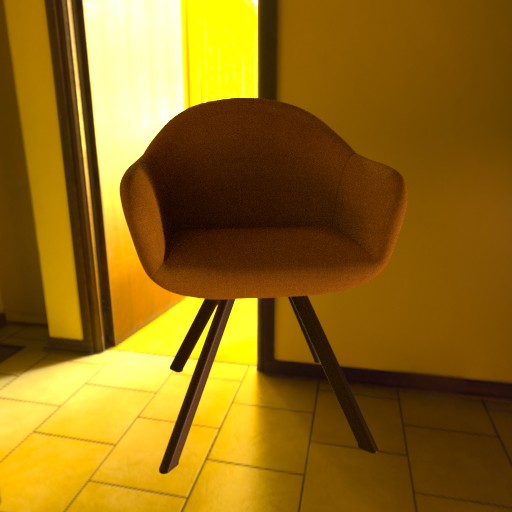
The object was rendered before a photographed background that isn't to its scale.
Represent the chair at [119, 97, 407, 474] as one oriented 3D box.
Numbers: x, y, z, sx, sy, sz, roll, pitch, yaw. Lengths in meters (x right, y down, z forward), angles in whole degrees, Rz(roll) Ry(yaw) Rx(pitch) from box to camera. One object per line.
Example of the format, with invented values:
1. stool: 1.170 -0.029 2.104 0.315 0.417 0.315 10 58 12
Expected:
1. chair: 0.000 0.000 1.130 0.590 0.795 0.550 -2 16 -7
